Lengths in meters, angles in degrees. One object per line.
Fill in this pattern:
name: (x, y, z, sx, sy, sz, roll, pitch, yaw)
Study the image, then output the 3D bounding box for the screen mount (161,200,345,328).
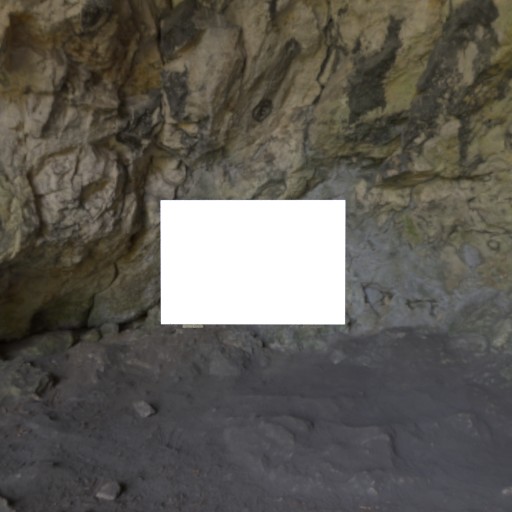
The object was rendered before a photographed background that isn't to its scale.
screen mount: (0.000, 0.000, 1.849, 0.420, 0.320, 1.680, 0, 1, 0)
